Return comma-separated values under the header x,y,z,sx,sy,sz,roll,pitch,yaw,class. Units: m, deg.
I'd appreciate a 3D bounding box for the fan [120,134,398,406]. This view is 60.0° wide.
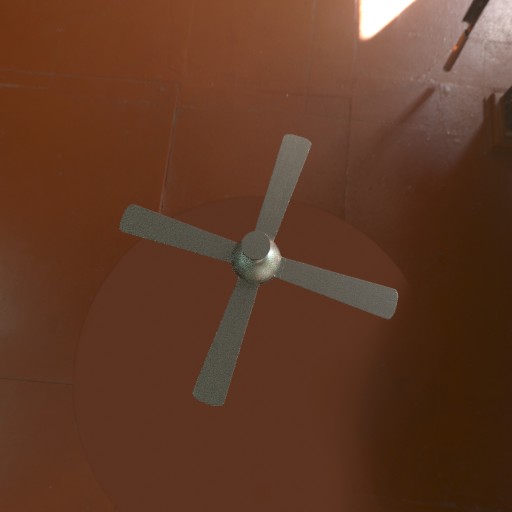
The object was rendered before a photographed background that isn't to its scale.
x,y,z,sx,sy,sz,roll,pitch,yaw,class
0.000,0.000,2.053,1.321,0.381,1.321,38,79,9,fan
